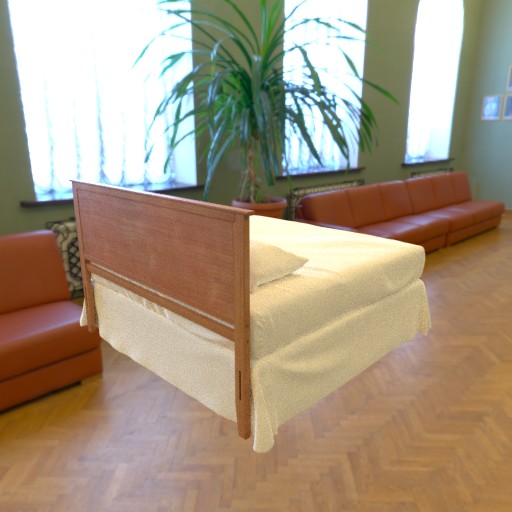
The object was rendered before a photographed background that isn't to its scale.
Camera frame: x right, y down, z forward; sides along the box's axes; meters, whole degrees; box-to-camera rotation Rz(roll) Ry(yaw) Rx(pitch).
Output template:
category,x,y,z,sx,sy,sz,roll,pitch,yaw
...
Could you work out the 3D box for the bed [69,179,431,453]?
category,x,y,z,sx,sy,sz,roll,pitch,yaw
bed,0.000,0.000,3.661,2.215,1.270,2.317,-15,22,-43
